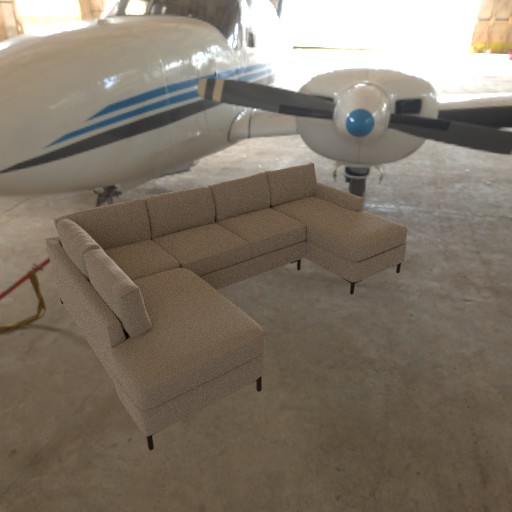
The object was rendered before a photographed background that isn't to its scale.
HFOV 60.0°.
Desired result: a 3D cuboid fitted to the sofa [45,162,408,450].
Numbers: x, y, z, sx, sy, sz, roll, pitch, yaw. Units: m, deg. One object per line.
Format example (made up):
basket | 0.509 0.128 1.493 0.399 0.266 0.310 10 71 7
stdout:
sofa | 0.000 0.000 3.811 2.984 0.862 1.989 -19 32 -32
